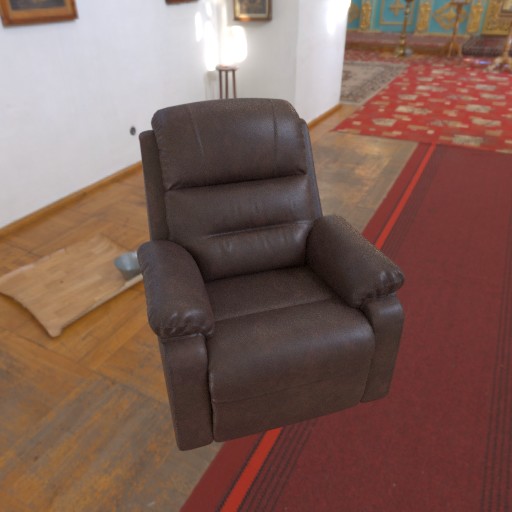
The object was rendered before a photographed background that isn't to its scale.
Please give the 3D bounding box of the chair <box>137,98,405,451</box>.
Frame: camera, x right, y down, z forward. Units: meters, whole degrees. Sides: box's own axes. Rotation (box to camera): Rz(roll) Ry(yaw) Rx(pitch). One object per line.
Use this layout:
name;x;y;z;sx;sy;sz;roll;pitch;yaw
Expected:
chair;0.000;0.000;1.668;0.855;0.992;0.919;-9;33;-15
